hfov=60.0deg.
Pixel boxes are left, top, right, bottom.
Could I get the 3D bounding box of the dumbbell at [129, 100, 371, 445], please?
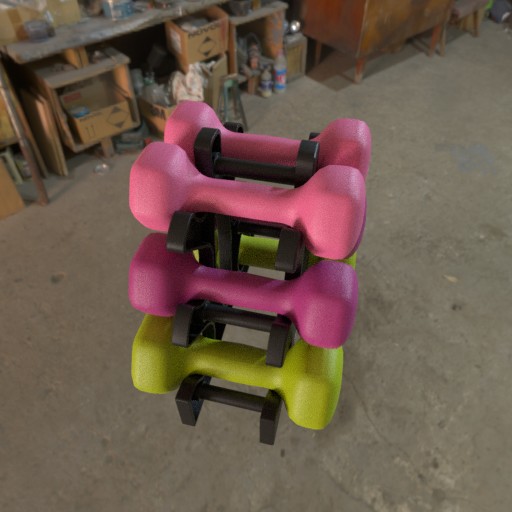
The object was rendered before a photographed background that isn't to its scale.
[{"bbox_3d":[0.000,0.000,0.437,0.203,0.261,0.257,10,47,9],"label":"dumbbell"}]
